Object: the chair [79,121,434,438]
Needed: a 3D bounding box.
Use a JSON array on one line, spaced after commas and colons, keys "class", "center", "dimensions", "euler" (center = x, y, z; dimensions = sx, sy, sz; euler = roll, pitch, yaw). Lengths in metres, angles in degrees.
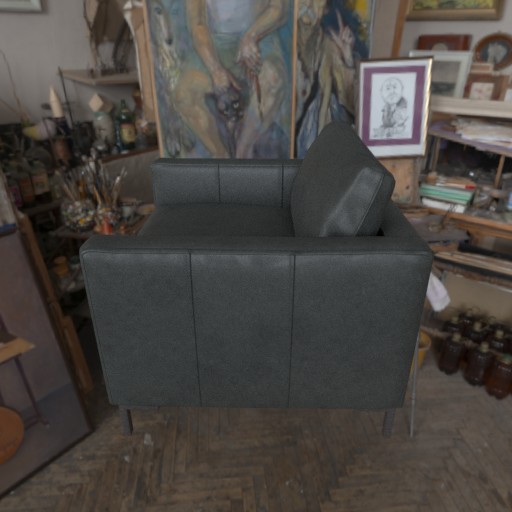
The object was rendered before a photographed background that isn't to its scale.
[{"class": "chair", "center": [0.000, 0.000, 1.481], "dimensions": [0.861, 0.824, 0.967], "euler": [0, 27, 1]}]
